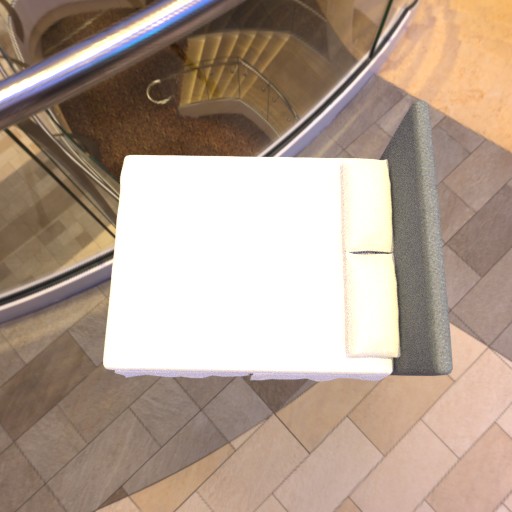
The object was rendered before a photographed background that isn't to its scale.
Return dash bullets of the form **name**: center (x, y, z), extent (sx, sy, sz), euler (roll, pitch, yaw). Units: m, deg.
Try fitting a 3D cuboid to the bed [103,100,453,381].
- **bed**: center (0.000, 0.000, 3.153), extent (2.142, 1.330, 1.723), euler (1, 75, 0)
